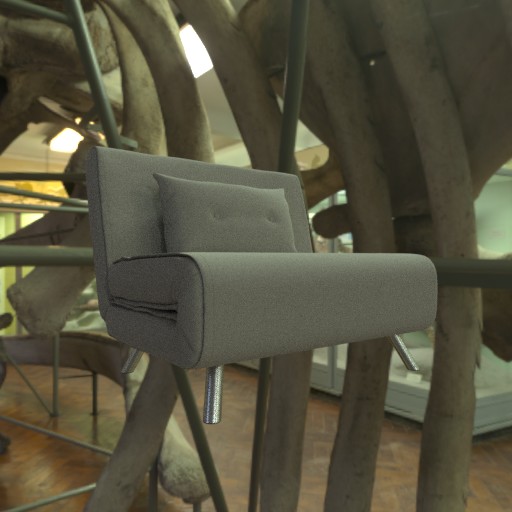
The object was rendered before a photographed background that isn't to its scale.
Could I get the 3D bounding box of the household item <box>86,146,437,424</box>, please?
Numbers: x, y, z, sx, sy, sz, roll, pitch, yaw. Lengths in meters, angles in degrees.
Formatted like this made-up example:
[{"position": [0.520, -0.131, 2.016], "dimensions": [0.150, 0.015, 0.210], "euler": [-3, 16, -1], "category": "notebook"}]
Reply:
[{"position": [0.000, 0.000, 1.619], "dimensions": [1.000, 0.800, 0.874], "euler": [0, 0, -37], "category": "household item"}]
